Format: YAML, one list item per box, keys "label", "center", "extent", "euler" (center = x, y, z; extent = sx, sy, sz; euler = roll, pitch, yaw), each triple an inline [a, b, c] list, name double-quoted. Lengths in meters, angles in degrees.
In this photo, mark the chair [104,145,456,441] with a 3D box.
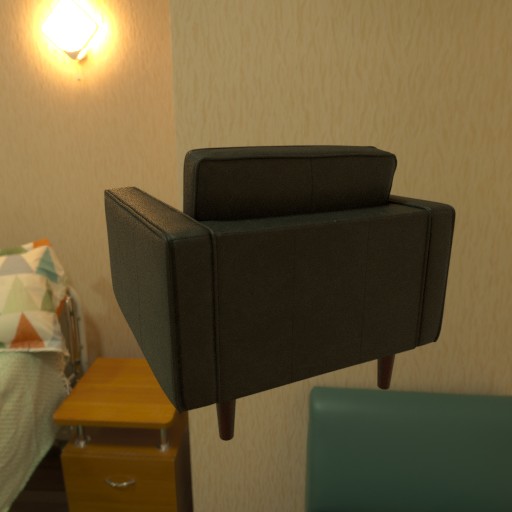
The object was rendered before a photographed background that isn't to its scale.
- label: "chair"
  center: [0.000, 0.000, 1.546]
  extent: [0.889, 0.763, 0.914]
  euler: [-8, 18, -25]
